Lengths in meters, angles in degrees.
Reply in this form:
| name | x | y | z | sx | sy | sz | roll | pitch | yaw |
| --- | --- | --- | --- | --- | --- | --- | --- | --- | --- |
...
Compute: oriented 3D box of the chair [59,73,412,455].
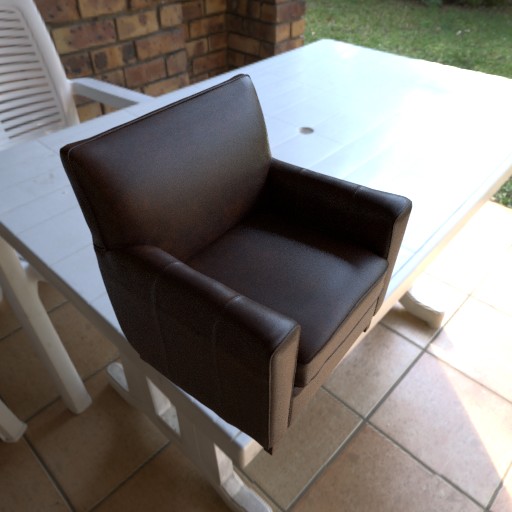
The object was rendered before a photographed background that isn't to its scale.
| name | x | y | z | sx | sy | sz | roll | pitch | yaw |
| --- | --- | --- | --- | --- | --- | --- | --- | --- | --- |
| chair | 0.000 | 0.000 | 1.602 | 0.823 | 0.943 | 0.870 | 27 | 47 | 28 |
